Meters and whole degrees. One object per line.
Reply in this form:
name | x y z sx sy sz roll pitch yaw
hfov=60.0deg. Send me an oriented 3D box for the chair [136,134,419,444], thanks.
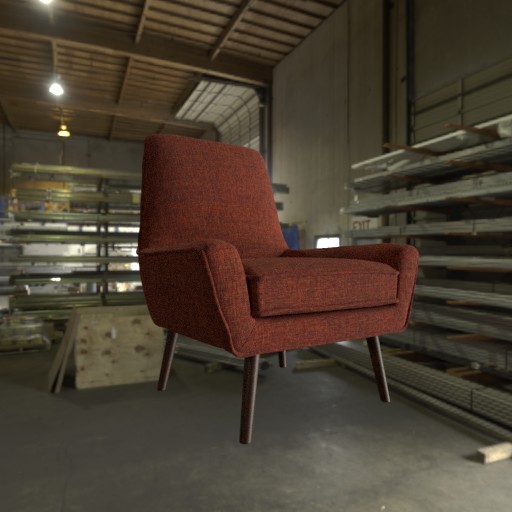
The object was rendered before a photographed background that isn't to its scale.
chair | 0.000 0.000 1.511 0.803 0.911 0.784 0 0 -35
